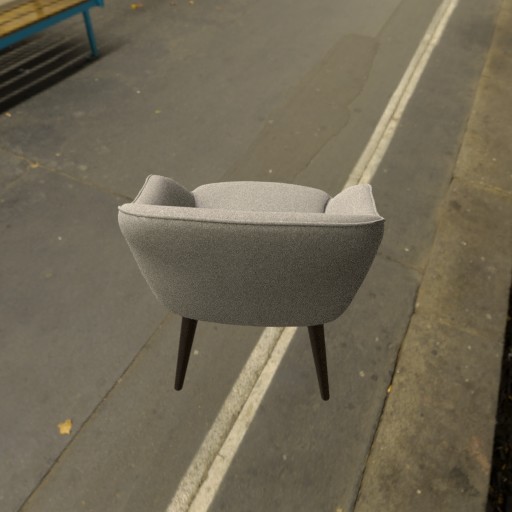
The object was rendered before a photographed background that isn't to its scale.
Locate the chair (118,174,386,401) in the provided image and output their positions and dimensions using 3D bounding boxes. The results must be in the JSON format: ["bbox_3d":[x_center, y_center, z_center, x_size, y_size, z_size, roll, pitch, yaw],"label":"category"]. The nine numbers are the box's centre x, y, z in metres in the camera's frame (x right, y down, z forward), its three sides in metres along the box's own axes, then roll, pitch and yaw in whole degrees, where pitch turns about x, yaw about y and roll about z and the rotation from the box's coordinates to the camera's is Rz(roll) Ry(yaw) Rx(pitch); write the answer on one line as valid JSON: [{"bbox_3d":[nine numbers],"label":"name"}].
[{"bbox_3d":[0.000,0.000,1.230,0.589,0.810,0.611,3,47,3],"label":"chair"}]
